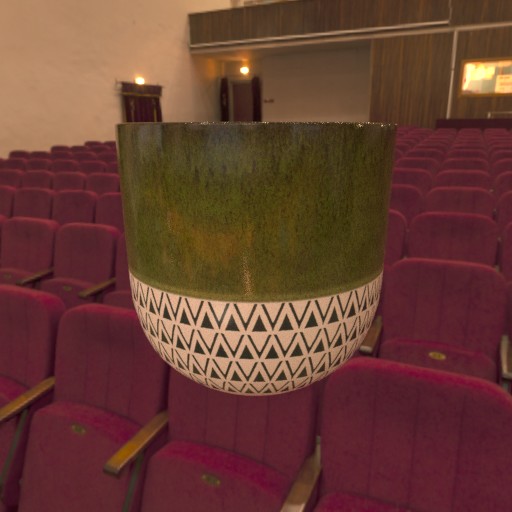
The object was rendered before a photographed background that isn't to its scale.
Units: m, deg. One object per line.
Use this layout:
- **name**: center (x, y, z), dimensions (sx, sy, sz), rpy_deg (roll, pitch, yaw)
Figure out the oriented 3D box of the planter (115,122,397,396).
- **planter**: center (0.000, 0.000, 0.472), dimensions (0.266, 0.270, 0.266), rpy_deg (0, 16, 0)
